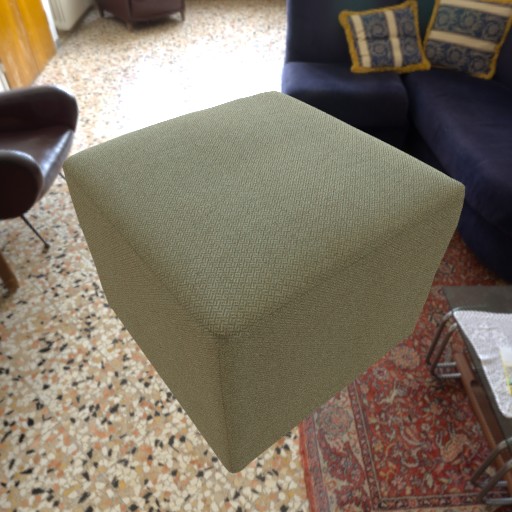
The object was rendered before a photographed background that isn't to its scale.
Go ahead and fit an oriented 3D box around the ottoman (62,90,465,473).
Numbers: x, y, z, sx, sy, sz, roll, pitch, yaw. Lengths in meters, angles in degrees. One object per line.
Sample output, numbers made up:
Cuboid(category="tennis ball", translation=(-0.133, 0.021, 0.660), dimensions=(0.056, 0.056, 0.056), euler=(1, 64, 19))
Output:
Cuboid(category="ottoman", translation=(0.000, 0.000, 0.891), dimensions=(0.512, 0.453, 0.521), euler=(-28, 50, -27))
